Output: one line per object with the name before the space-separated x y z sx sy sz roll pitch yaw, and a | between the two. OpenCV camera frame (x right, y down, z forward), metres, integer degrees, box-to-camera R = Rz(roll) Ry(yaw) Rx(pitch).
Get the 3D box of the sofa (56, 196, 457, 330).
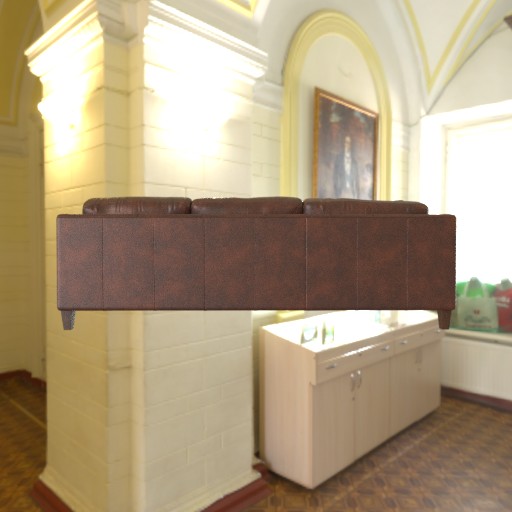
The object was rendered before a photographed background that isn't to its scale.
sofa | 0.000 0.000 4.243 2.438 0.836 3.152 0 1 0
